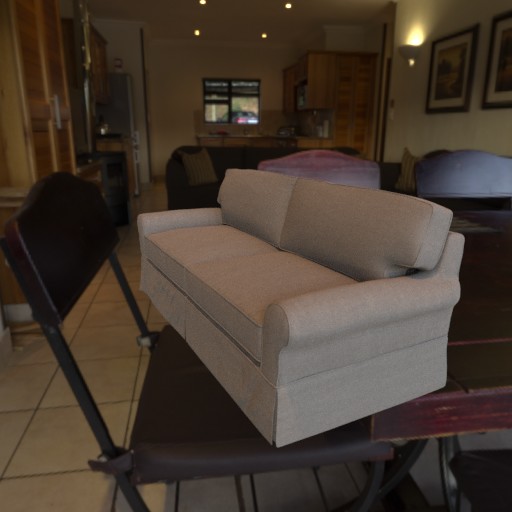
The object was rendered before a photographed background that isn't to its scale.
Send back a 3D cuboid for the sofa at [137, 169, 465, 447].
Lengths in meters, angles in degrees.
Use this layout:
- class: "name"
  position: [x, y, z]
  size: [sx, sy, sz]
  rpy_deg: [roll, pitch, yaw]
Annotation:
- class: "sofa"
  position: [0.000, 0.000, 2.716]
  size: [0.991, 0.943, 2.248]
  rpy_deg: [-8, 18, -27]
